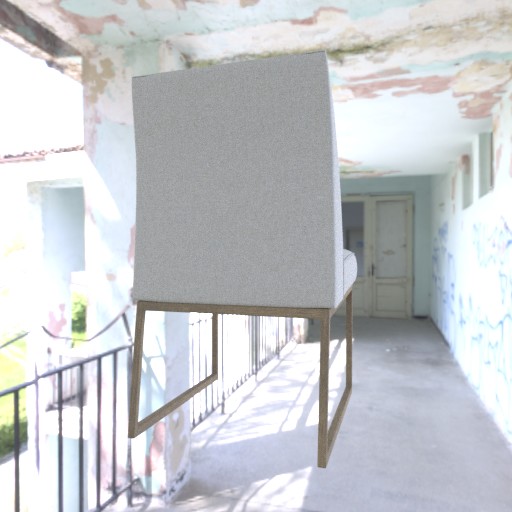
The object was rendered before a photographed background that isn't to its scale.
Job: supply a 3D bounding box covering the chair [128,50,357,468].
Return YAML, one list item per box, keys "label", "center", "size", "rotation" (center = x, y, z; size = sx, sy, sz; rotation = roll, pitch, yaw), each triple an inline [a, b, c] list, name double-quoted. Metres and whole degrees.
- label: "chair"
  center: [0.000, 0.000, 1.224]
  size: [0.508, 0.863, 0.522]
  rotation: [0, 1, 18]
